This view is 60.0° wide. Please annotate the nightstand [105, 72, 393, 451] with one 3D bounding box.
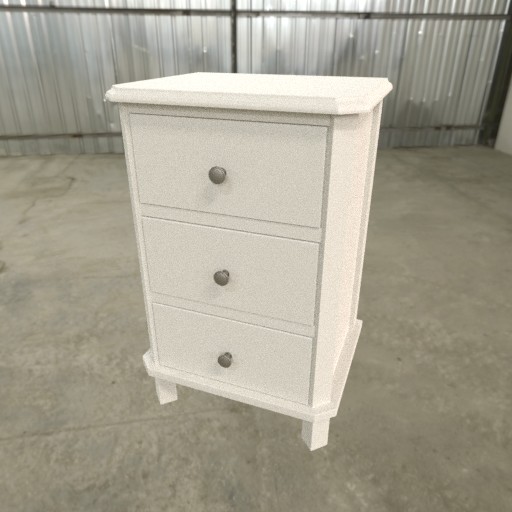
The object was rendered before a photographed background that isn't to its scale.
[{"bbox_3d":[0.000,0.000,0.930,0.435,0.681,0.351,10,28,19],"label":"nightstand"}]
